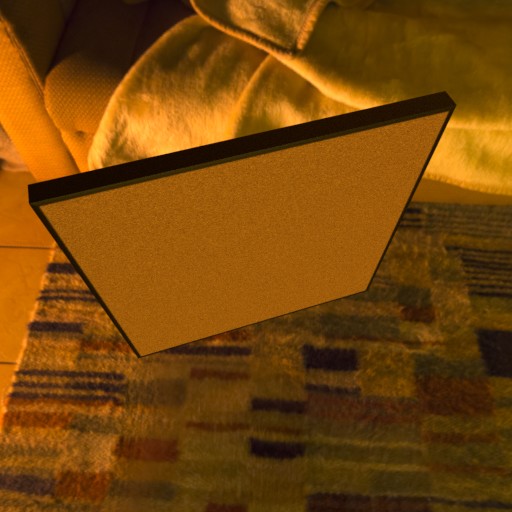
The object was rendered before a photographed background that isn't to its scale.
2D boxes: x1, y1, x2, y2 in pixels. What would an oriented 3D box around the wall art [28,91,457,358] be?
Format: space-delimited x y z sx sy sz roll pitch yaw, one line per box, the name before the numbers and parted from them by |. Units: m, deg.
wall art | 0.000 0.000 0.734 0.513 0.511 0.028 -15 60 -9
